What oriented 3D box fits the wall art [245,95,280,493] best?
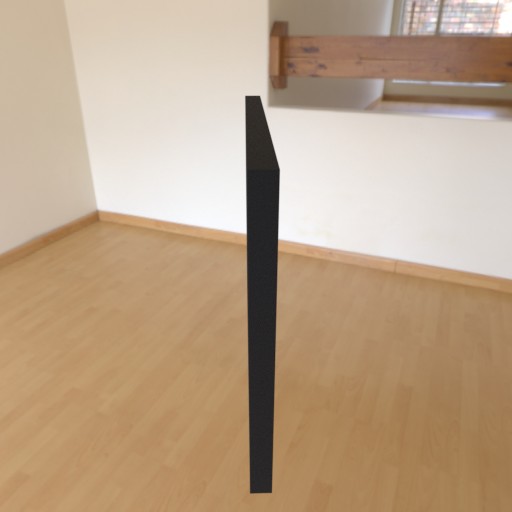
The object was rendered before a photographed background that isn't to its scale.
[{"bbox_3d":[0.000,0.000,0.757,0.030,0.454,0.554,-1,27,-1],"label":"wall art"}]
